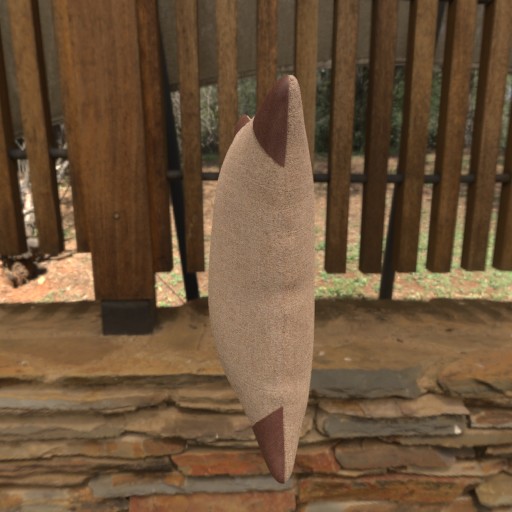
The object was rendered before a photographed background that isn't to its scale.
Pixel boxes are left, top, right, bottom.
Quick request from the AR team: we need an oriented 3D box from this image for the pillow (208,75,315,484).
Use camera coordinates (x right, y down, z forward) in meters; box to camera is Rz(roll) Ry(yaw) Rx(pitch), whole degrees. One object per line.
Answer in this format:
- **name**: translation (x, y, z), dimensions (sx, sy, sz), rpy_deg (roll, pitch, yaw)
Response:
- **pillow**: translation (0.000, 0.000, 0.672), dimensions (0.147, 0.448, 0.437), rpy_deg (-2, 13, -8)
